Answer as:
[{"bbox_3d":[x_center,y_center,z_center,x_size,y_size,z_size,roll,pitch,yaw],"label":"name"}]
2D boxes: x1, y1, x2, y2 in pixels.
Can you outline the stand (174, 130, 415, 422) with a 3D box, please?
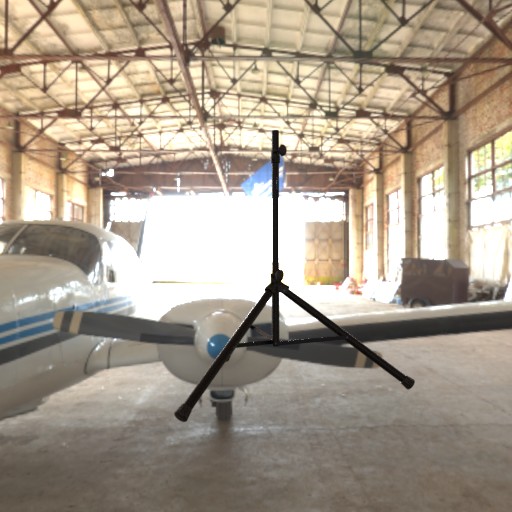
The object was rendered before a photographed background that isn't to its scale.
[{"bbox_3d":[0.000,0.000,1.855,1.045,1.136,0.907,-1,-2,36],"label":"stand"}]
